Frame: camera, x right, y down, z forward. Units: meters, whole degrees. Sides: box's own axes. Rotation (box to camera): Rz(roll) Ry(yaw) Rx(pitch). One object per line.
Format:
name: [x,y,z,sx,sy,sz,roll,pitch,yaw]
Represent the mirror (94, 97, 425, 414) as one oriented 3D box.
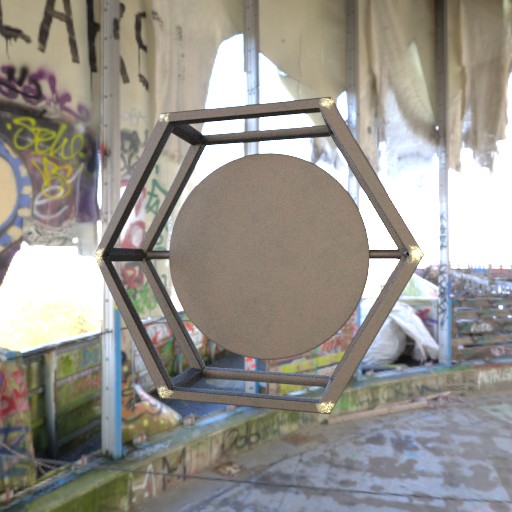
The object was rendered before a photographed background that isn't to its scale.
mirror: [0.000,0.000,0.548,0.380,0.334,0.119,0,0,16]
